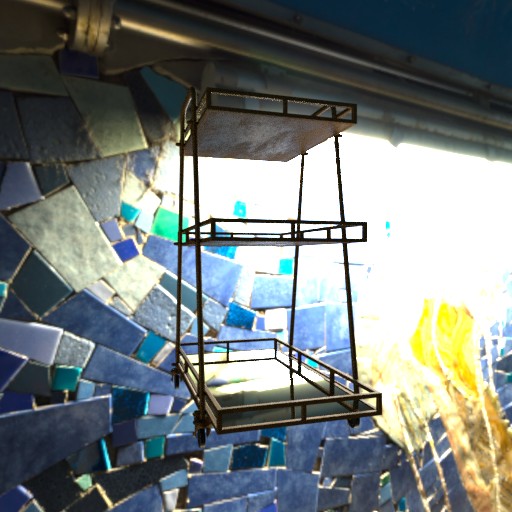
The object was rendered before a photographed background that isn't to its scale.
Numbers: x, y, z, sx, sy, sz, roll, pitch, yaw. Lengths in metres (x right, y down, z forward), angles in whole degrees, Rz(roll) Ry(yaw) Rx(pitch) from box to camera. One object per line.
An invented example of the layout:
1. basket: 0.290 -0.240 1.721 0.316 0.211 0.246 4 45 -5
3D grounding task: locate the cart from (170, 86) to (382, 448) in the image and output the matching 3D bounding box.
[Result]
1. cart: 0.000 0.000 1.287 0.441 0.883 0.711 0 0 -17
